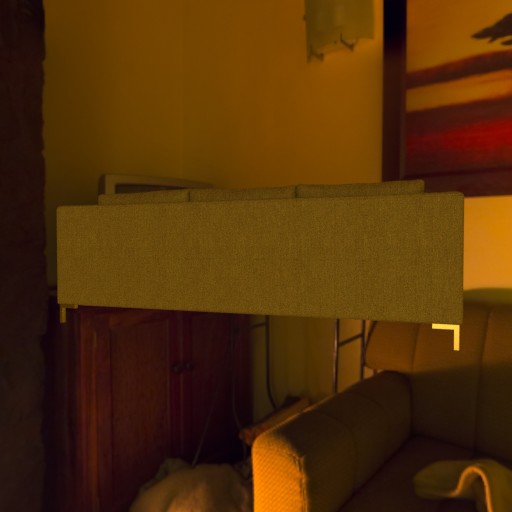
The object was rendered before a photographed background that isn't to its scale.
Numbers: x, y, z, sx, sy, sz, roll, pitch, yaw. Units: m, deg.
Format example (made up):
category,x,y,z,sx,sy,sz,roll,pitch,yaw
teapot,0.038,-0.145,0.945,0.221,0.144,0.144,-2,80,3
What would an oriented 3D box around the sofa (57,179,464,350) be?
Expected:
category,x,y,z,sx,sy,sz,roll,pitch,yaw
sofa,0.000,0.000,2.947,2.415,0.867,0.969,0,1,19
